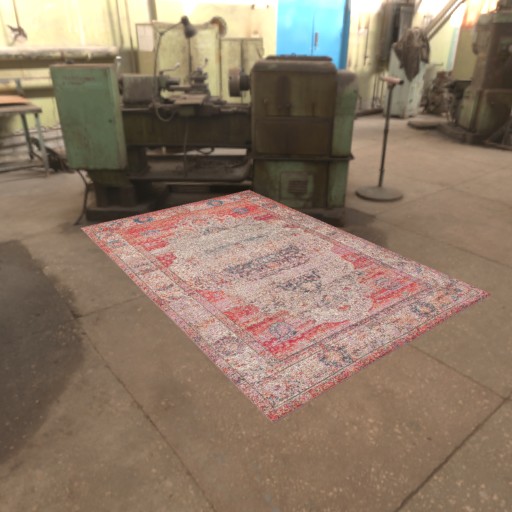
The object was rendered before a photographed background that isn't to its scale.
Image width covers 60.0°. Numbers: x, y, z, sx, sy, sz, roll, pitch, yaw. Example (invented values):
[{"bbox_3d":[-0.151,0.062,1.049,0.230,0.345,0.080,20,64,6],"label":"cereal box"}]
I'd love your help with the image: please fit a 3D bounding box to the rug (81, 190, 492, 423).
[{"bbox_3d":[0.000,0.000,2.269,1.219,0.006,1.829,-18,31,-32],"label":"rug"}]
